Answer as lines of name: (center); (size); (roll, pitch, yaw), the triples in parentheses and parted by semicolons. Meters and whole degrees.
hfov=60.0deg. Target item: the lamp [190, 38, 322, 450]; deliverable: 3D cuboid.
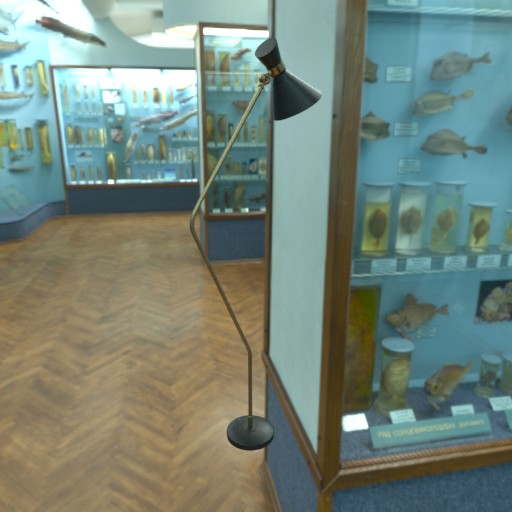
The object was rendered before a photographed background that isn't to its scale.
lamp: (0.000, 0.000, 1.604); (0.467, 1.438, 0.277); (-2, 16, -9)
